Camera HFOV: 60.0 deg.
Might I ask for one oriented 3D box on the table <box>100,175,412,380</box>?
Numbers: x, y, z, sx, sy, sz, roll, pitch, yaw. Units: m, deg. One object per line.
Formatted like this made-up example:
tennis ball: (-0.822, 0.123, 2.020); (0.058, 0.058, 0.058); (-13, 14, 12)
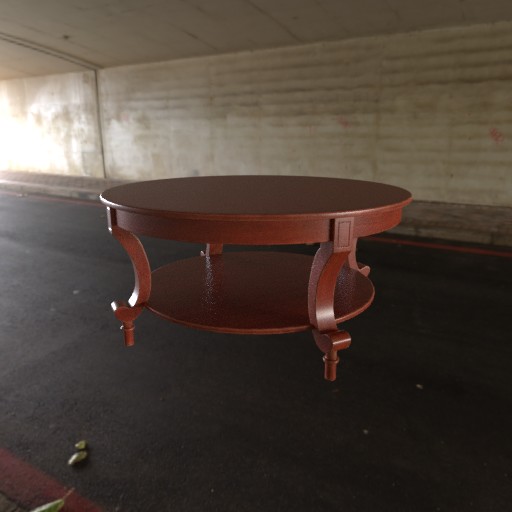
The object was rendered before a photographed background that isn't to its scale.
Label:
table: (0.000, 0.000, 1.599); (1.029, 0.486, 1.029); (0, 15, 0)
